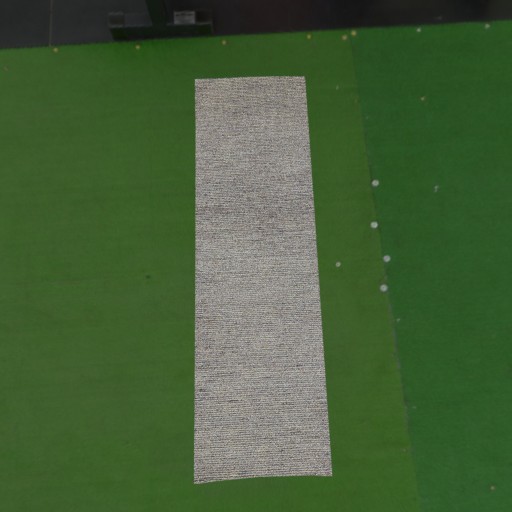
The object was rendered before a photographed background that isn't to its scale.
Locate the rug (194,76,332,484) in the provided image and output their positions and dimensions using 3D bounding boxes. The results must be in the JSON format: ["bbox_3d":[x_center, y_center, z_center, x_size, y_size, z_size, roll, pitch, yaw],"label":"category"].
[{"bbox_3d":[0.000,0.000,2.511,0.697,0.013,2.335,-2,76,0],"label":"rug"}]
